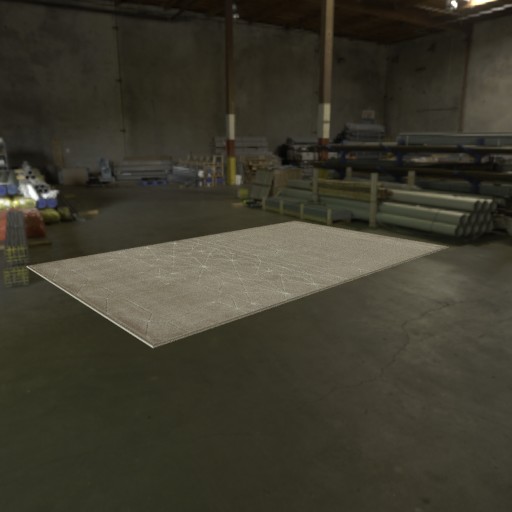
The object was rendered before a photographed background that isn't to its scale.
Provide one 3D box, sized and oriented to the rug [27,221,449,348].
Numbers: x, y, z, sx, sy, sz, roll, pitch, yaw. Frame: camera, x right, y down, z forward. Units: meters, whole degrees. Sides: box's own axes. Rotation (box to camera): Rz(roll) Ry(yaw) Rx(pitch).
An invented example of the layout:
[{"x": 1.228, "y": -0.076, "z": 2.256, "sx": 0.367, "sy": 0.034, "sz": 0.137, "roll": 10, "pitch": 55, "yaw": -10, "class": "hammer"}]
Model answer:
[{"x": 0.000, "y": 0.000, "z": 2.988, "sx": 2.438, "sy": 0.012, "sz": 1.524, "roll": -13, "pitch": 19, "yaw": -41, "class": "rug"}]
